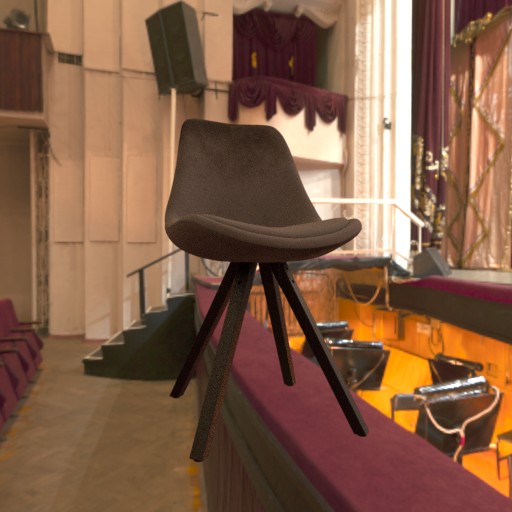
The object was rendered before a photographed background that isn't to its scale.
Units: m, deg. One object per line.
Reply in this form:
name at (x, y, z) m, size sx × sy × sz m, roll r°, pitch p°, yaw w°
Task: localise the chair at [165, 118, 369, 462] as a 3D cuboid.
chair at (0.000, 0.000, 1.190) m, size 0.476 × 0.850 × 0.550 m, roll 0°, pitch 1°, yaw -18°
